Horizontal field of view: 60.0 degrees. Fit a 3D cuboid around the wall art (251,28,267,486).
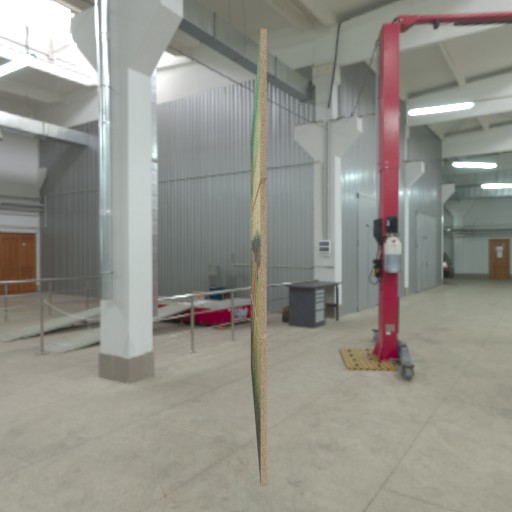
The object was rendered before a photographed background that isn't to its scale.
[{"bbox_3d":[0.000,0.000,1.340,0.012,0.910,0.917,0,1,-2],"label":"wall art"}]
